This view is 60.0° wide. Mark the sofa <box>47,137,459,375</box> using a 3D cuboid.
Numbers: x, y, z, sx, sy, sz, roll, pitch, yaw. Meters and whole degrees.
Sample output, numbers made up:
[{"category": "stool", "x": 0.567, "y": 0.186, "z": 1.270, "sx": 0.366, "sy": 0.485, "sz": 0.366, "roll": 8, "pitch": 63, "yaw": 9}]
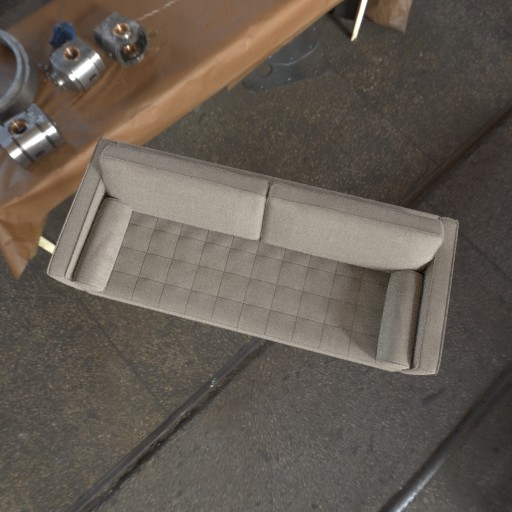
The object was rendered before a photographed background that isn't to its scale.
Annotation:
[{"category": "sofa", "x": 0.000, "y": 0.000, "z": 2.675, "sx": 2.211, "sy": 0.762, "sz": 0.914, "roll": 14, "pitch": 75, "yaw": 4}]
